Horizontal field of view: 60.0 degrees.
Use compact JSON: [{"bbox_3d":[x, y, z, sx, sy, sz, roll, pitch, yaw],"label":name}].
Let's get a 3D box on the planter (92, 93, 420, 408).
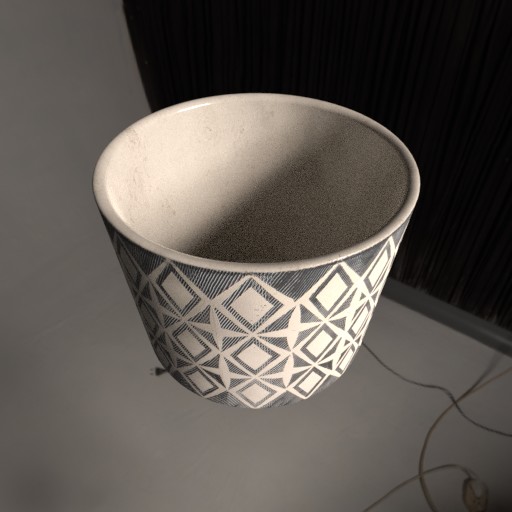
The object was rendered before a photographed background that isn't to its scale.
[{"bbox_3d":[0.000,0.000,0.438,0.260,0.220,0.260,0,43,0],"label":"planter"}]
